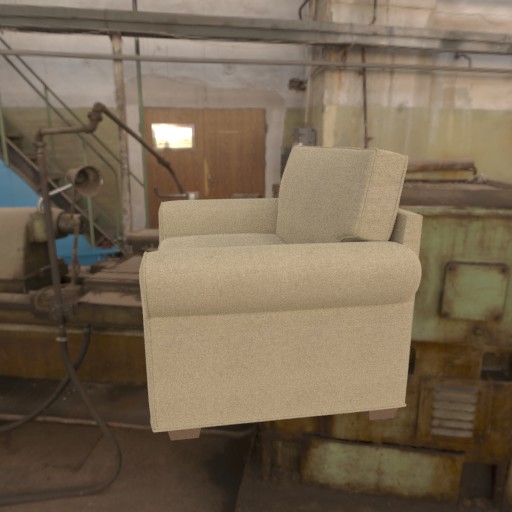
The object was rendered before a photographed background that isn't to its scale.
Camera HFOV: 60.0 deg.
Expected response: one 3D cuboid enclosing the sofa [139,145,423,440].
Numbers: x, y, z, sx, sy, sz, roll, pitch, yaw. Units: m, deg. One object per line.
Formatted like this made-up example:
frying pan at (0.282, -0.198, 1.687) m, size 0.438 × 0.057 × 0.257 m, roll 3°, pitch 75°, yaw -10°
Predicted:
sofa at (0.000, 0.000, 2.060) m, size 0.936 × 0.991 × 1.405 m, roll -2°, pitch 15°, yaw -9°
